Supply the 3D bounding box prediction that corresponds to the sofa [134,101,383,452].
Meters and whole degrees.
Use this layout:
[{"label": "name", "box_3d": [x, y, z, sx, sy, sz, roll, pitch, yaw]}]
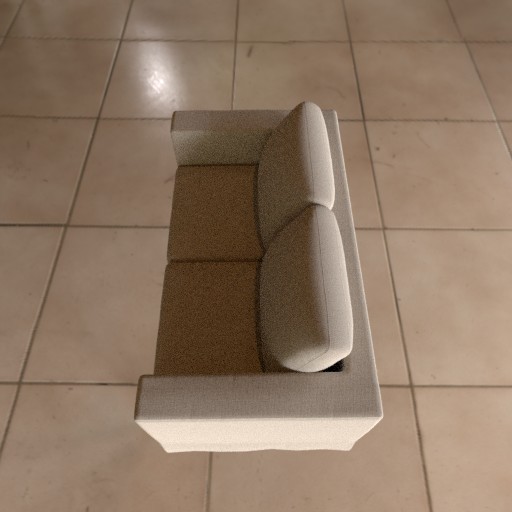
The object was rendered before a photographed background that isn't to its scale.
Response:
[{"label": "sofa", "box_3d": [0.000, 0.000, 2.381, 1.009, 0.932, 1.813, -1, 58, 0]}]
